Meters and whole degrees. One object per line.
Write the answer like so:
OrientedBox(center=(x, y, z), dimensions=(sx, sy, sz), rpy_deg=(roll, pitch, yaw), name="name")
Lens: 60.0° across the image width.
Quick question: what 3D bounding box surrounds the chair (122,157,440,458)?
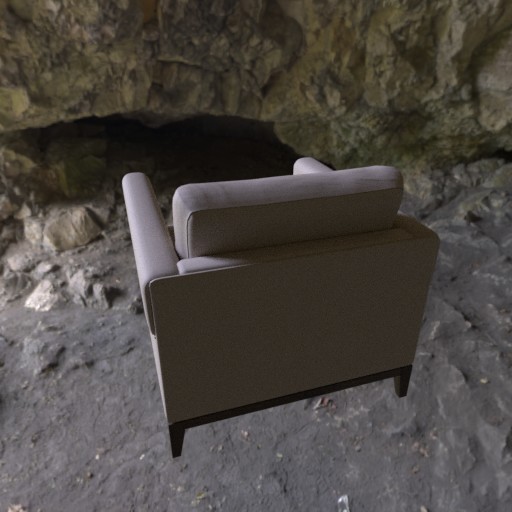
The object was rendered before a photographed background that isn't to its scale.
OrientedBox(center=(0.000, 0.000, 1.738), dimensions=(0.914, 0.838, 0.959), rpy_deg=(-8, 29, -16), name="chair")
